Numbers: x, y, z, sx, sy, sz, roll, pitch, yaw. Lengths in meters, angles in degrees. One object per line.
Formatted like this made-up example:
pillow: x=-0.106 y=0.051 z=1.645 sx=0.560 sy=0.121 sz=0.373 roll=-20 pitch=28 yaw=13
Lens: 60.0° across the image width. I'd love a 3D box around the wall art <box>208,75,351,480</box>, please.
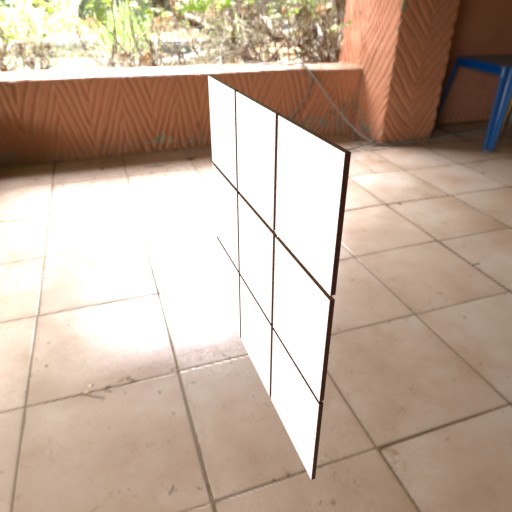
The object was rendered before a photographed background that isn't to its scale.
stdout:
wall art: x=0.000 y=0.000 z=1.853 sx=0.017 sy=1.246 sz=1.256 roll=-10 pitch=32 yaw=-17
